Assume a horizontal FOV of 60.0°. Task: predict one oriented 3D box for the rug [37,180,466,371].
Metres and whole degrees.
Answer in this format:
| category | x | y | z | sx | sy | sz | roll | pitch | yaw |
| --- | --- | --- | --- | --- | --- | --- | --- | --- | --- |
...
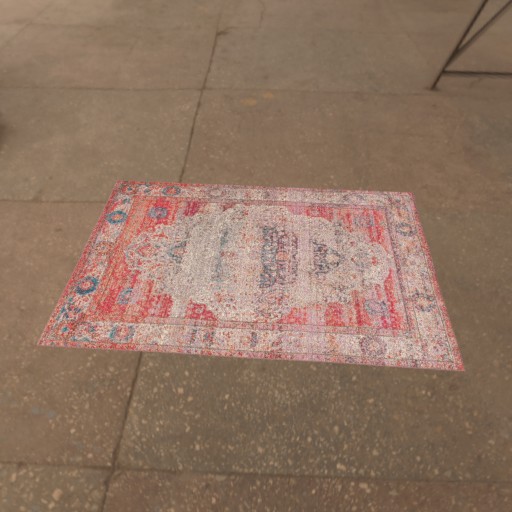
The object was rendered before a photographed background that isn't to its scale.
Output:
| category | x | y | z | sx | sy | sz | roll | pitch | yaw |
| --- | --- | --- | --- | --- | --- | --- | --- | --- | --- |
| rug | 0.000 | 0.000 | 2.307 | 1.829 | 0.006 | 1.219 | 3 | 45 | 3 |
